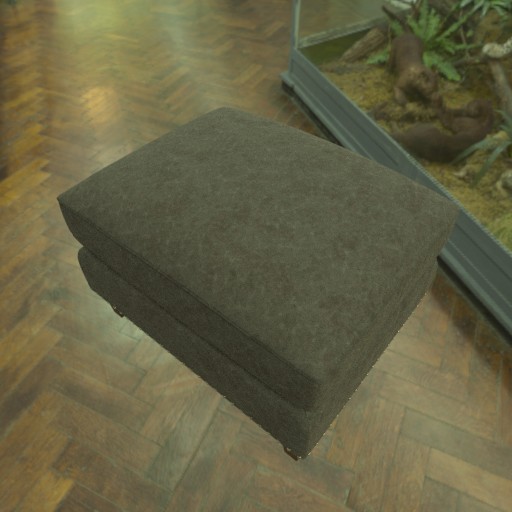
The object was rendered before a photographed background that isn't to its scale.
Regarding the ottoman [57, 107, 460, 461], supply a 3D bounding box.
[{"bbox_3d":[0.000,0.000,1.124,0.741,0.513,0.584,31,53,26],"label":"ottoman"}]
